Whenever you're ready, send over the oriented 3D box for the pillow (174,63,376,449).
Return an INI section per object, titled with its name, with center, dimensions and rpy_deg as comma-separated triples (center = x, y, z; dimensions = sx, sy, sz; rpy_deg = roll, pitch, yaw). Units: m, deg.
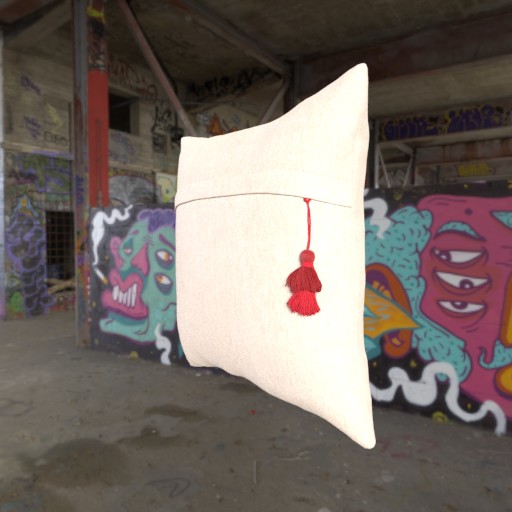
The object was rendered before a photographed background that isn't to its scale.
[pillow]
center = 0.000, 0.000, 0.673
dimensions = 0.173, 0.436, 0.433
rpy_deg = -1, 2, -37
